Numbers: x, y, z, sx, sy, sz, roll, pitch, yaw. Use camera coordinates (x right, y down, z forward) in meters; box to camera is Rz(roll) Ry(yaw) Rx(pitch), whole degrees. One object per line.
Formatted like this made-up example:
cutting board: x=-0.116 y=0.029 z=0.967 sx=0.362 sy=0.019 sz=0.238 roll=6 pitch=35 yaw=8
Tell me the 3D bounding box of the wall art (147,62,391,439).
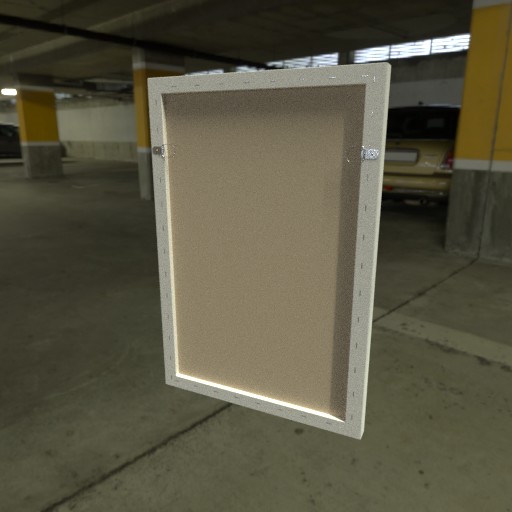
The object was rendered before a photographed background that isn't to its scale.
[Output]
wall art: x=0.000 y=0.000 z=1.184 sx=0.624 sy=0.914 sz=0.043 roll=7 pitch=17 yaw=25
